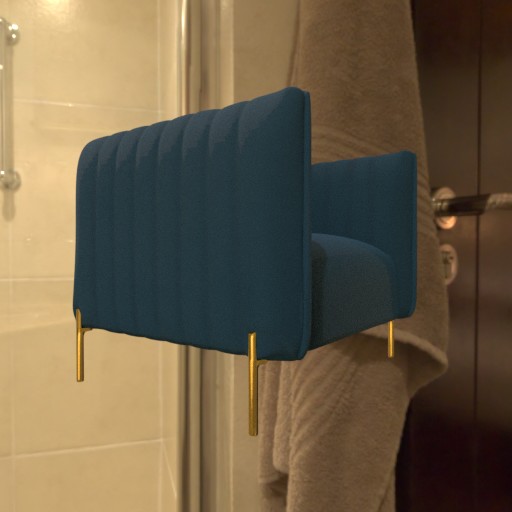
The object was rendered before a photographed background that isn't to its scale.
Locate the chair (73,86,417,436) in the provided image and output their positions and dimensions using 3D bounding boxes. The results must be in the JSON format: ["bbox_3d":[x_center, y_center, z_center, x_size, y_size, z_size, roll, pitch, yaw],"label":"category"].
[{"bbox_3d":[0.000,0.000,1.553,0.877,0.793,0.947,1,1,36],"label":"chair"}]
